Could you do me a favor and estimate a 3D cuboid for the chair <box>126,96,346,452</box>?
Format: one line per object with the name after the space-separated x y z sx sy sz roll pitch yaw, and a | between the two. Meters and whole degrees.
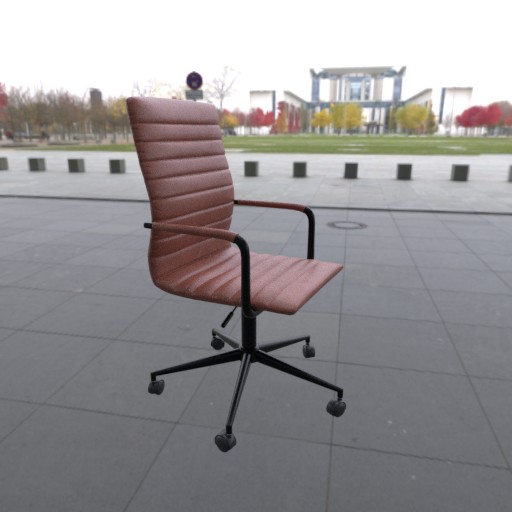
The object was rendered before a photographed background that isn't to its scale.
0.000 0.000 1.287 0.578 0.878 0.600 8 18 26 | chair
